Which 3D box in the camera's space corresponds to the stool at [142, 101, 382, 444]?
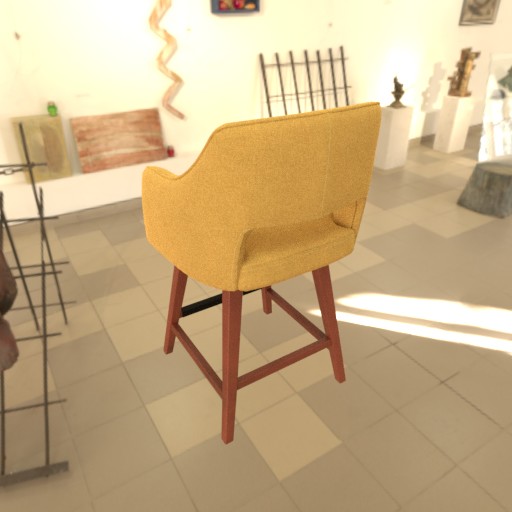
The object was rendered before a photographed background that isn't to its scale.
[{"bbox_3d":[0.000,0.000,1.303,0.548,0.924,0.558,-18,35,-28],"label":"stool"}]
